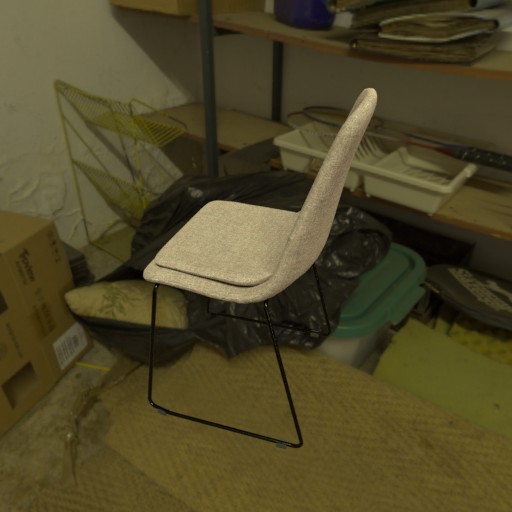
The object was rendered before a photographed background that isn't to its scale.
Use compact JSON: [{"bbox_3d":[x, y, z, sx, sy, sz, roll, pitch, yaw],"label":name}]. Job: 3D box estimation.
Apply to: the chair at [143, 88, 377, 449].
[{"bbox_3d":[0.000,0.000,1.186,0.518,0.858,0.479,9,32,15],"label":"chair"}]
